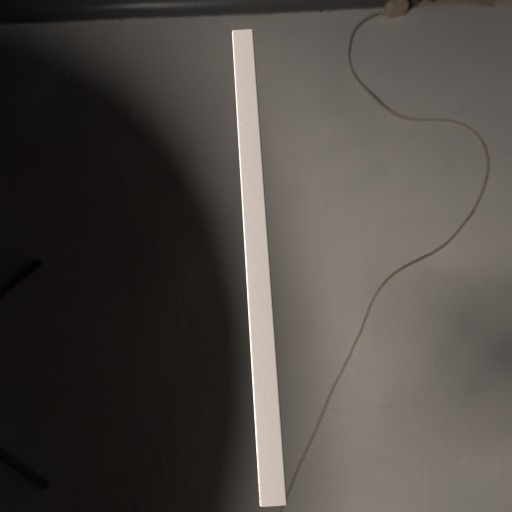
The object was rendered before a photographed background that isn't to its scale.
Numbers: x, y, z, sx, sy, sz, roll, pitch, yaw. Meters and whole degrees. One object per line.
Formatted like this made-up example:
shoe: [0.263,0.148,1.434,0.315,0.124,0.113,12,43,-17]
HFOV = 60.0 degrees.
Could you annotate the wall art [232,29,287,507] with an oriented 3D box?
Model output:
wall art: [0.000,0.000,0.816,0.038,0.255,0.763,-3,76,-1]
